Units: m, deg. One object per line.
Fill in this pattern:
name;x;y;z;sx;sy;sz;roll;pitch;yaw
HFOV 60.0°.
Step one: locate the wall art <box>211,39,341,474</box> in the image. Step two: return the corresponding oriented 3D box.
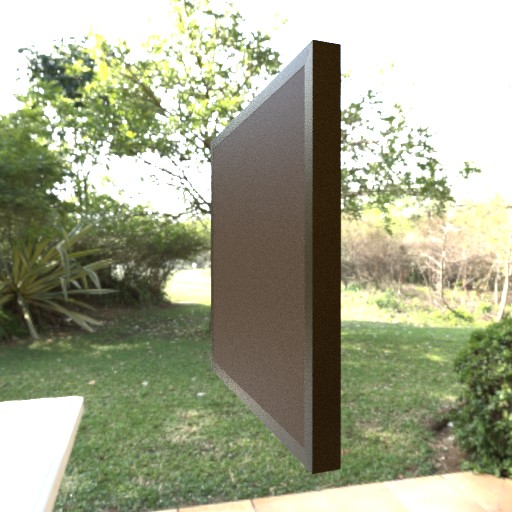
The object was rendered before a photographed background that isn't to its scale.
wall art;0.000;0.000;0.763;0.038;0.508;0.507;0;0;-19
